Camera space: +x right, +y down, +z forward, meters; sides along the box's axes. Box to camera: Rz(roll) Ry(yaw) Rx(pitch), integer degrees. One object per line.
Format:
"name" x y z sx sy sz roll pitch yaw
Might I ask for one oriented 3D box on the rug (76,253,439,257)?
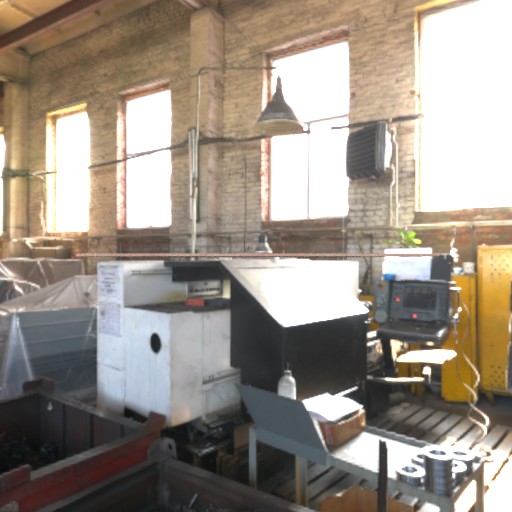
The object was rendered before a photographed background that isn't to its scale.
"rug" 0.000 0.000 3.118 1.609 0.015 2.390 0 0 -1
